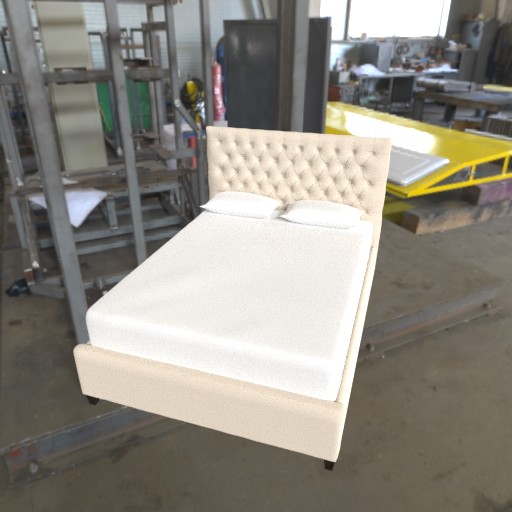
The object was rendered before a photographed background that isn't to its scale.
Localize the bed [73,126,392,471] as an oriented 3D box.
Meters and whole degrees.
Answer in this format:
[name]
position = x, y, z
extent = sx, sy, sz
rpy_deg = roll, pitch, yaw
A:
[bed]
position = 0.000, 0.000, 3.329
extent = 1.696, 1.426, 2.233
rpy_deg = 8, 28, 16
